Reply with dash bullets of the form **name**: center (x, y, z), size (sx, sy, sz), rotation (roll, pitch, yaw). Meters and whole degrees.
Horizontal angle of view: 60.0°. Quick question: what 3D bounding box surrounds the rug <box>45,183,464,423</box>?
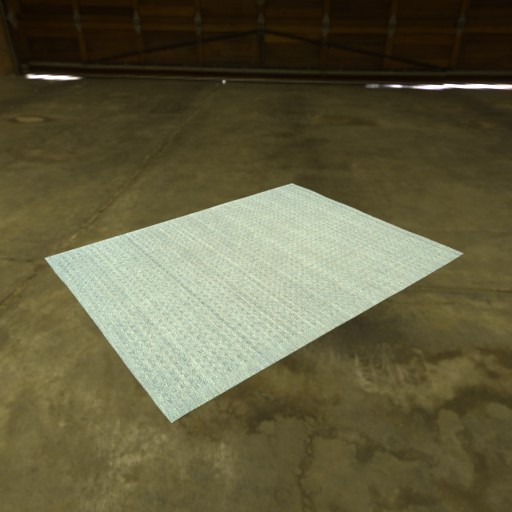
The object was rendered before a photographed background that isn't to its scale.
- **rug**: center (0.000, 0.000, 4.251), size (3.200, 0.007, 2.443), rotation (-22, 36, -33)
